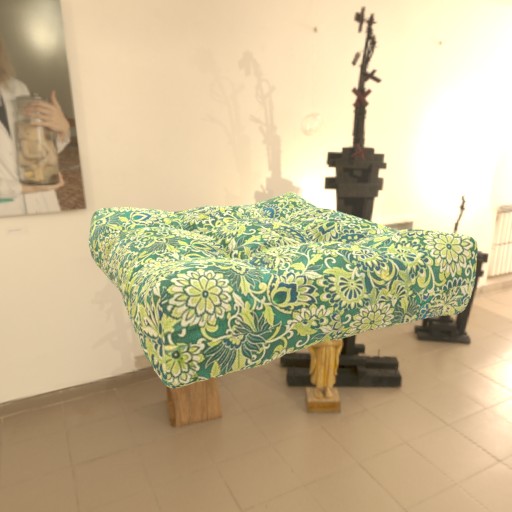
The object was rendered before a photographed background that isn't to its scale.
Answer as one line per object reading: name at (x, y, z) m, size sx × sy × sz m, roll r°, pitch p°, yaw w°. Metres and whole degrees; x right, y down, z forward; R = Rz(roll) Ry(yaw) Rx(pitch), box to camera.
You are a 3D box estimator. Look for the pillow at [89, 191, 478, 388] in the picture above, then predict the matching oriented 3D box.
pillow at (0.000, 0.000, 0.721) m, size 0.468 × 0.128 × 0.490 m, roll -8°, pitch 18°, yaw -26°
